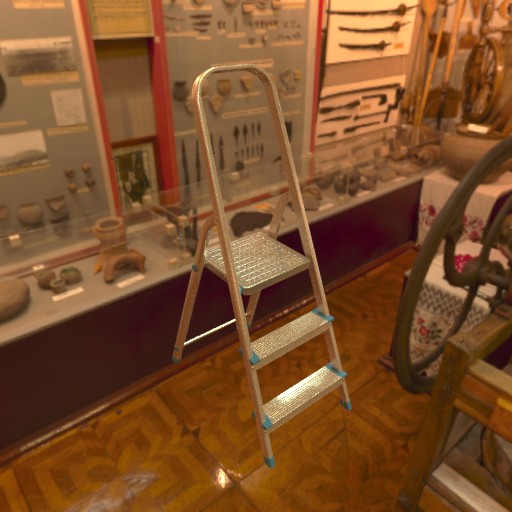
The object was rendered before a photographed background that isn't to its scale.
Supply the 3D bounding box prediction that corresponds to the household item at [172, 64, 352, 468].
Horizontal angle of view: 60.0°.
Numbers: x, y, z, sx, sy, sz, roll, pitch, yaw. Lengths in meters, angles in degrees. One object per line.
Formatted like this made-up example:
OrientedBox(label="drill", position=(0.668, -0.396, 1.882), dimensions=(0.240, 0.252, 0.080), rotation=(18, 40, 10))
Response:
OrientedBox(label="household item", position=(0.000, 0.000, 1.553), dimensions=(0.420, 1.215, 0.687), rotation=(-21, 36, -33))
